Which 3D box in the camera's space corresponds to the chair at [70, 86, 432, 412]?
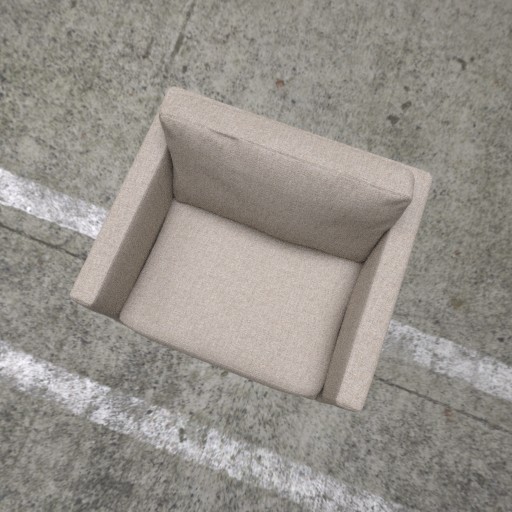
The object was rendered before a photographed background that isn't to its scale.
[{"bbox_3d":[0.000,0.000,1.869,1.107,0.961,0.959,20,76,5],"label":"chair"}]
